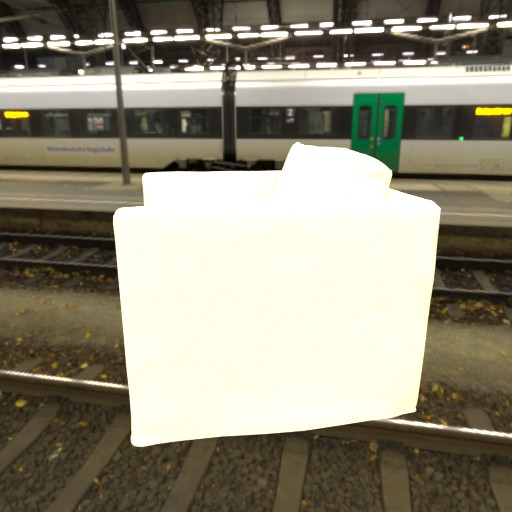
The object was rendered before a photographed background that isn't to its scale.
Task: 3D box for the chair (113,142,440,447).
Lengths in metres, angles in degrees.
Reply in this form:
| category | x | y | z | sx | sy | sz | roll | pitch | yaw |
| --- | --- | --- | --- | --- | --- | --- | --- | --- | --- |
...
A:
| category | x | y | z | sx | sy | sz | roll | pitch | yaw |
| --- | --- | --- | --- | --- | --- | --- | --- | --- | --- |
| chair | 0.000 | 0.000 | 1.760 | 0.947 | 0.851 | 1.057 | -3 | 17 | -9 |
